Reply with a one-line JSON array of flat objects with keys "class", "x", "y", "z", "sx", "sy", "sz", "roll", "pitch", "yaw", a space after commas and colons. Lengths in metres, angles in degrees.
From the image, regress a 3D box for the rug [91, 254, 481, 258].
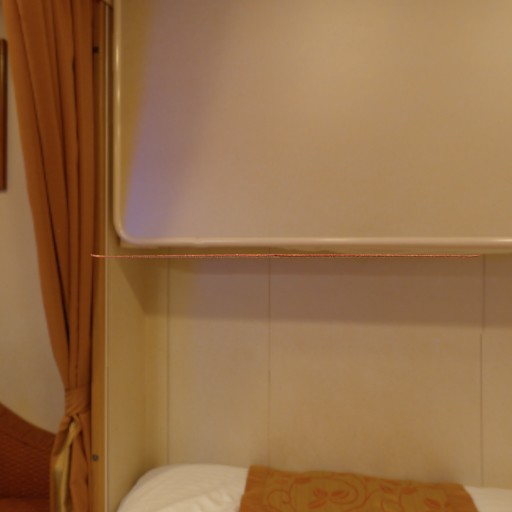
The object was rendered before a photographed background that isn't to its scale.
[{"class": "rug", "x": 0.000, "y": 0.000, "z": 2.990, "sx": 1.521, "sy": 0.026, "sz": 2.286, "roll": 0, "pitch": 0, "yaw": -37}]
